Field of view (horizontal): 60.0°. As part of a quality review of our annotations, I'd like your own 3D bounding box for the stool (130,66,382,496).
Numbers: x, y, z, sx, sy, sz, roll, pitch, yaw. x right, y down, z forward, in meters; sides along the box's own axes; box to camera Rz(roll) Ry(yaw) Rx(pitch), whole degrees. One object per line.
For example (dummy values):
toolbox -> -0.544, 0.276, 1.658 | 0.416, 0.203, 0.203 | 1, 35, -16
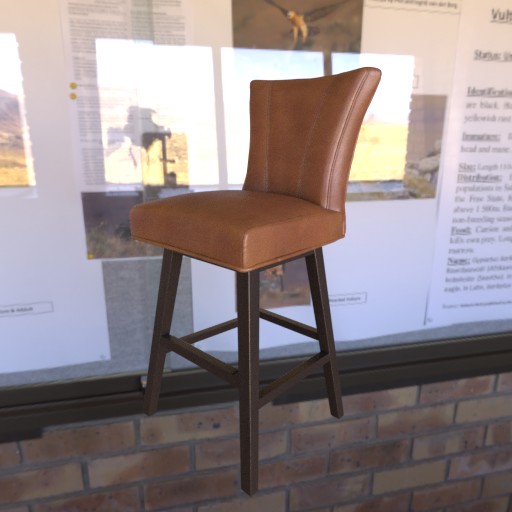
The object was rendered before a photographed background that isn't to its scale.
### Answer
stool -> 0.000, 0.000, 1.379 | 0.522, 1.094, 0.585 | 15, 21, 43
